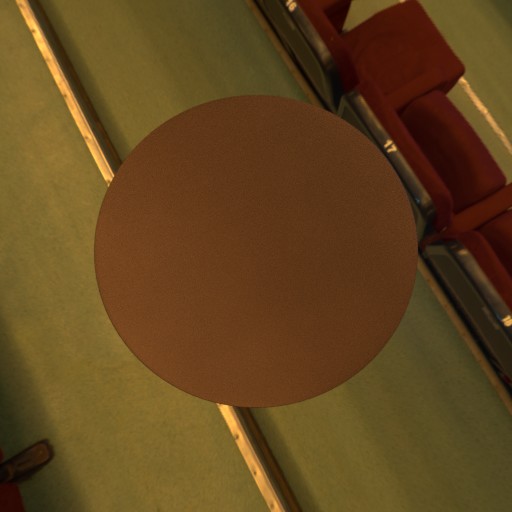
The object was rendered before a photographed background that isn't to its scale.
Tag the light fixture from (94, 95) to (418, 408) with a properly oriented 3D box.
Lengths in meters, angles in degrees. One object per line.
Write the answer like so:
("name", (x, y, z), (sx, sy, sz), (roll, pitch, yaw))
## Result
("light fixture", (0.000, 0.000, 0.448), (0.280, 0.135, 0.280), (0, 76, 0))
